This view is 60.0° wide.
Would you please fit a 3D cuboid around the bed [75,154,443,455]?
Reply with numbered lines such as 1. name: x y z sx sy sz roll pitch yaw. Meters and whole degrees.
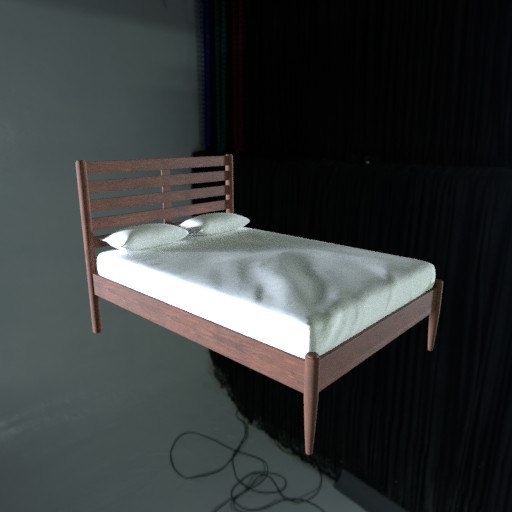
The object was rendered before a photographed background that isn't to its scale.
1. bed: 0.000 0.000 3.124 2.093 1.304 1.509 14 20 41
